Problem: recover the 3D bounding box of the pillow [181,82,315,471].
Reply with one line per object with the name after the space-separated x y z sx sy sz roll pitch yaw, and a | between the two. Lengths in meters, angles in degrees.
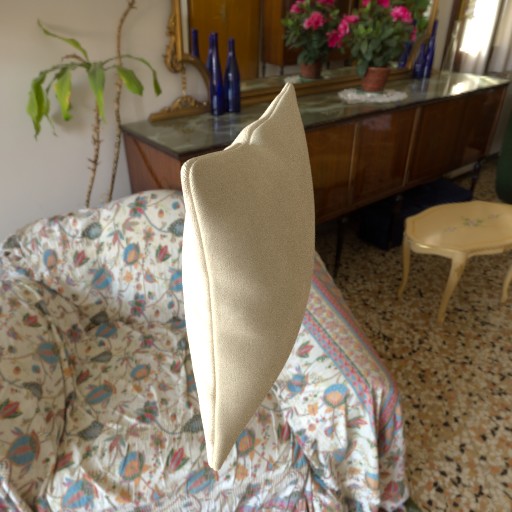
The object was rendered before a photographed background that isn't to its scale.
0.000 0.000 0.652 0.162 0.420 0.437 8 31 13 | pillow
